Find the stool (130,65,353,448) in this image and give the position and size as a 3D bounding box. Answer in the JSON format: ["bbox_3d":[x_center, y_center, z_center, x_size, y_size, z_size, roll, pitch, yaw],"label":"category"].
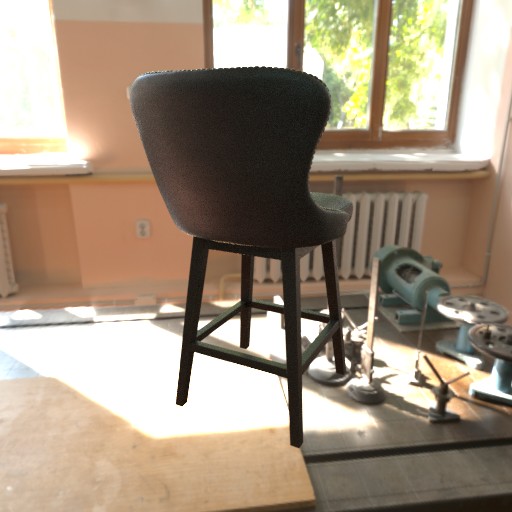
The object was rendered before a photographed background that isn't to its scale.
[{"bbox_3d":[0.000,0.000,1.301,0.528,0.971,0.593,9,19,26],"label":"stool"}]
